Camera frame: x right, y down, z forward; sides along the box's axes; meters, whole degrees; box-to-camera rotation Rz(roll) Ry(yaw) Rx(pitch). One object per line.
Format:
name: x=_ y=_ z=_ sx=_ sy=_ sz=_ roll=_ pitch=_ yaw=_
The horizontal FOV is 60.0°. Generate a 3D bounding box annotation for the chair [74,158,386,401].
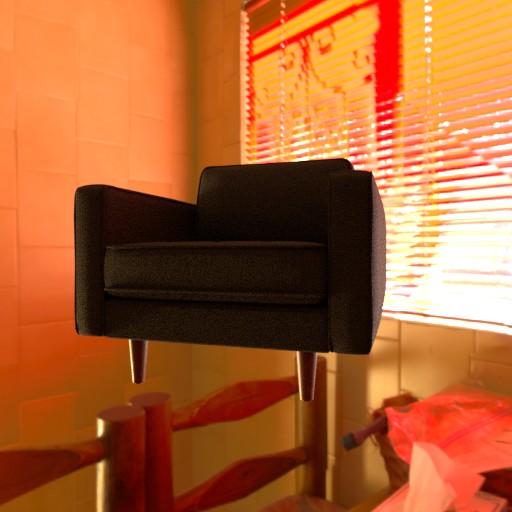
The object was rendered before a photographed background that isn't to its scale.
chair: x=0.000 y=0.000 z=1.618 sx=0.899 sy=0.770 sz=0.919 roll=0 pitch=1 yaw=18
